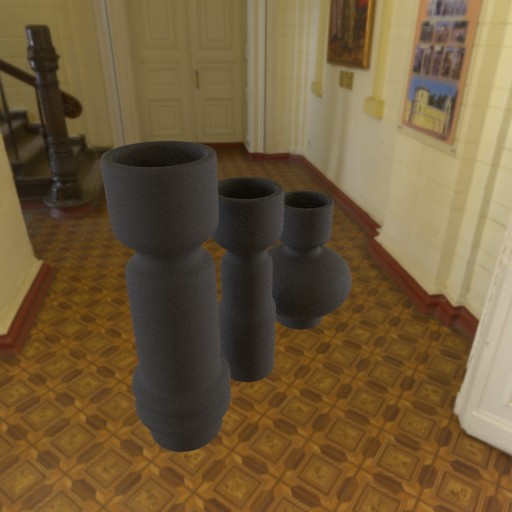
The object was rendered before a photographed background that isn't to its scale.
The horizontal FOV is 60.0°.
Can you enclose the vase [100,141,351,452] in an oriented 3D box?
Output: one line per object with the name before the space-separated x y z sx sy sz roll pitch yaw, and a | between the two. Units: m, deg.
vase | 0.000 0.000 0.430 0.120 0.249 0.307 18 32 30
